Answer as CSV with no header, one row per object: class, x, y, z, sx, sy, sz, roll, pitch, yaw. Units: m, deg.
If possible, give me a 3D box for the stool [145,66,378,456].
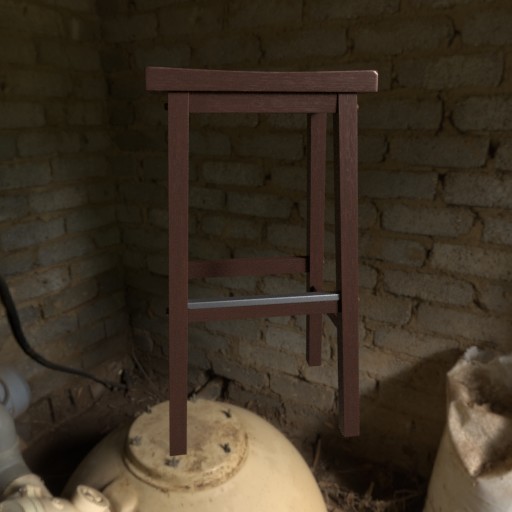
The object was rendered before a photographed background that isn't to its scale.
stool,0.000,0.000,0.974,0.406,0.742,0.322,-3,18,-8
